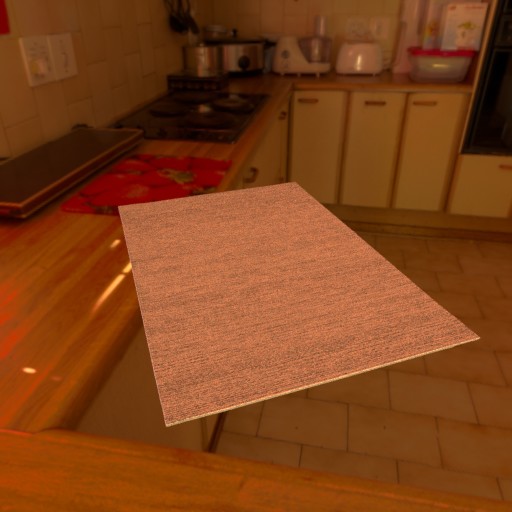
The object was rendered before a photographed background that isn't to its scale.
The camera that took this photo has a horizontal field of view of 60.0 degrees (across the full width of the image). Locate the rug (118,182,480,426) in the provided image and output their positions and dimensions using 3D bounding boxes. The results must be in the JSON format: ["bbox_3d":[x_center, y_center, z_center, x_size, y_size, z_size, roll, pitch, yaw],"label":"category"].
[{"bbox_3d":[0.000,0.000,2.983,1.616,0.030,2.338,-10,32,-17],"label":"rug"}]
